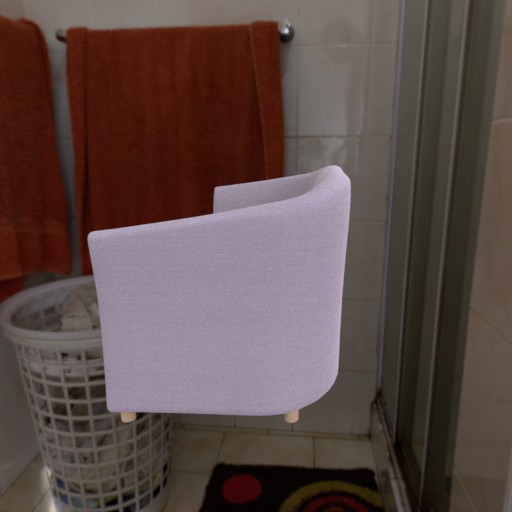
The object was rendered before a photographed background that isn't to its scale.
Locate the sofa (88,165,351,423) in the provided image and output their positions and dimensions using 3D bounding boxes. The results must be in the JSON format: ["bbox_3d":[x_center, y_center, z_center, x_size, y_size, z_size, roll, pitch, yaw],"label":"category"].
[{"bbox_3d":[0.000,0.000,1.861,0.705,0.721,1.452,2,14,8],"label":"sofa"}]
